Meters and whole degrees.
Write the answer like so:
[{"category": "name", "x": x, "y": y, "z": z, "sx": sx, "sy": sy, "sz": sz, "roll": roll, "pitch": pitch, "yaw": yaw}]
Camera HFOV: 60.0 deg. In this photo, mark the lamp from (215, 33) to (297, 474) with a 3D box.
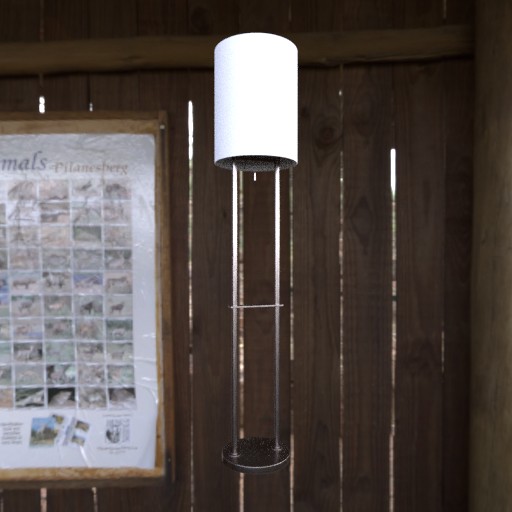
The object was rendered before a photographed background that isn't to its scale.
[{"category": "lamp", "x": 0.000, "y": 0.000, "z": 1.643, "sx": 0.306, "sy": 1.500, "sz": 0.305, "roll": 0, "pitch": 0, "yaw": -19}]
